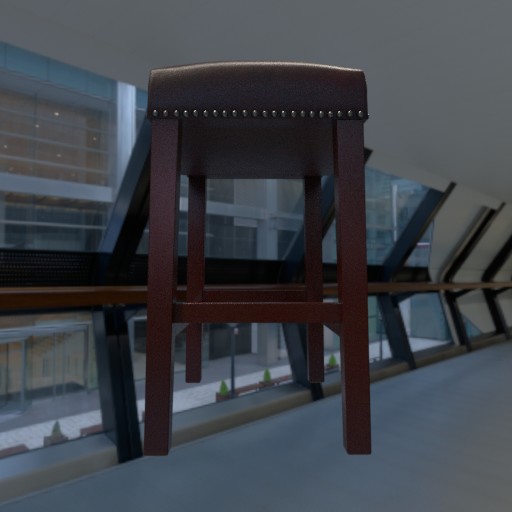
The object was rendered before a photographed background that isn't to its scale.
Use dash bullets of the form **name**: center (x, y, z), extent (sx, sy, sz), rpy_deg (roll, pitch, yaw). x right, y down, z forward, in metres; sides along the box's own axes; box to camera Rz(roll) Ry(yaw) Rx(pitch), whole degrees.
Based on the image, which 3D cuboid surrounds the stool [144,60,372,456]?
- **stool**: center (0.000, 0.000, 0.967), extent (0.372, 0.657, 0.504), rpy_deg (0, -2, -1)
